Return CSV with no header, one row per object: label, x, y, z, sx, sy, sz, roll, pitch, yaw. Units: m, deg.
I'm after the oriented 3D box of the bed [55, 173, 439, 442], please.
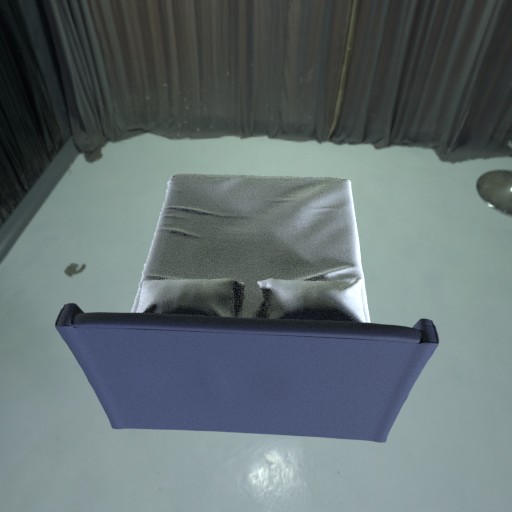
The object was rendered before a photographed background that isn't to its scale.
bed,0.000,0.000,3.399,1.925,1.332,2.276,2,47,2
